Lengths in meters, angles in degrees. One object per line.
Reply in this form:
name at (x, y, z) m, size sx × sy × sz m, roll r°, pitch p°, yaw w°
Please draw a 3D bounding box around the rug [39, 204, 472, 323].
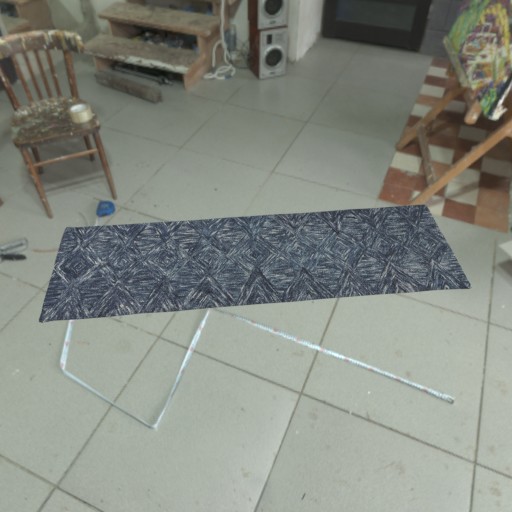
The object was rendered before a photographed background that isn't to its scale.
rug at (0.000, 0.000, 2.577) m, size 2.306 × 0.013 × 0.719 m, roll -4°, pitch 47°, yaw -4°
